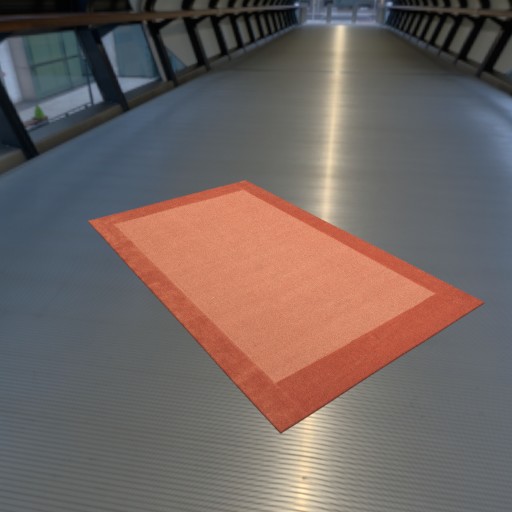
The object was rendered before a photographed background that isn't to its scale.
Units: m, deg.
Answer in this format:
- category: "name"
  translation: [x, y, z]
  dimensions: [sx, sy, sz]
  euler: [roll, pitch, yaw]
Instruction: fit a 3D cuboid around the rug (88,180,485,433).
- category: "rug"
  translation: [0.000, 0.000, 3.047]
  dimensions: [1.524, 0.014, 2.438]
  euler: [-20, 36, -30]
